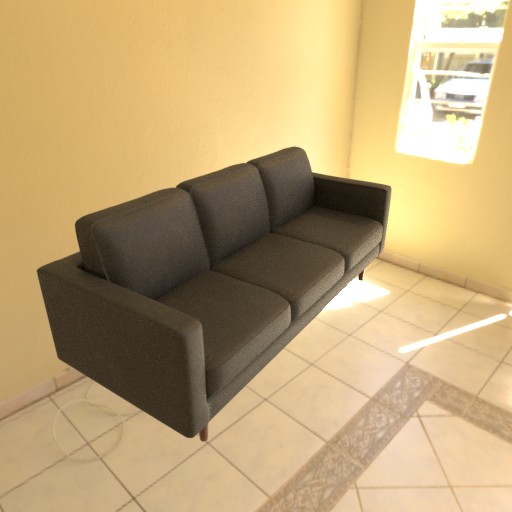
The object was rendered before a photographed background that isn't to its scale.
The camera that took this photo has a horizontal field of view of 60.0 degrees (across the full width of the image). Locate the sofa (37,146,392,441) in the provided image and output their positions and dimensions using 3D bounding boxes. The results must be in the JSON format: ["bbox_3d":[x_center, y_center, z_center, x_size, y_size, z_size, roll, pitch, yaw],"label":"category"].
[{"bbox_3d":[0.000,0.000,2.506,0.879,0.899,2.029,17,31,31],"label":"sofa"}]
